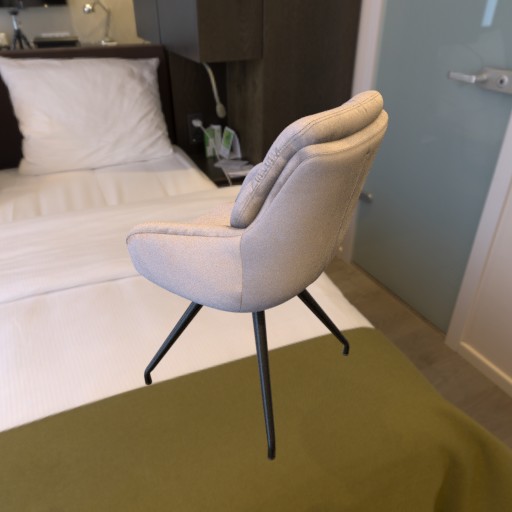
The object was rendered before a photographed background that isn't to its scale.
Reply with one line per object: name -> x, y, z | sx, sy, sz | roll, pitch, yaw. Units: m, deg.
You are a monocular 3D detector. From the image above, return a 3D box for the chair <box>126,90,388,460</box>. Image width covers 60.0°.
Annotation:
chair -> 0.000, 0.000, 1.241 | 0.569, 0.888, 0.579 | 19, 36, 29
